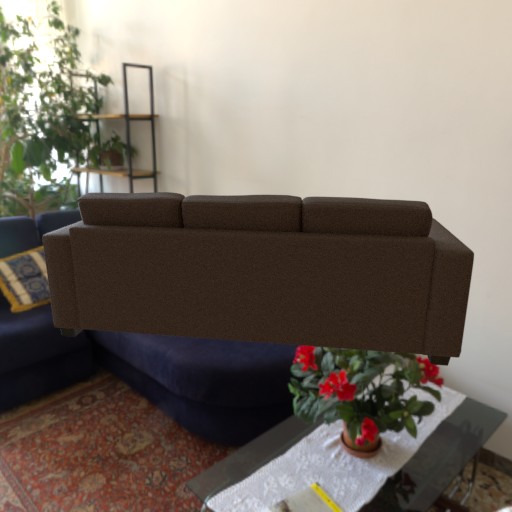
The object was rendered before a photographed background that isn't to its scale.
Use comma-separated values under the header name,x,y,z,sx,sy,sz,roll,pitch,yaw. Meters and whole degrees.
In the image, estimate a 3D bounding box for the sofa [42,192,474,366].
name,x,y,z,sx,sy,sz,roll,pitch,yaw
sofa,0.000,0.000,2.627,2.160,0.806,0.900,3,16,9
